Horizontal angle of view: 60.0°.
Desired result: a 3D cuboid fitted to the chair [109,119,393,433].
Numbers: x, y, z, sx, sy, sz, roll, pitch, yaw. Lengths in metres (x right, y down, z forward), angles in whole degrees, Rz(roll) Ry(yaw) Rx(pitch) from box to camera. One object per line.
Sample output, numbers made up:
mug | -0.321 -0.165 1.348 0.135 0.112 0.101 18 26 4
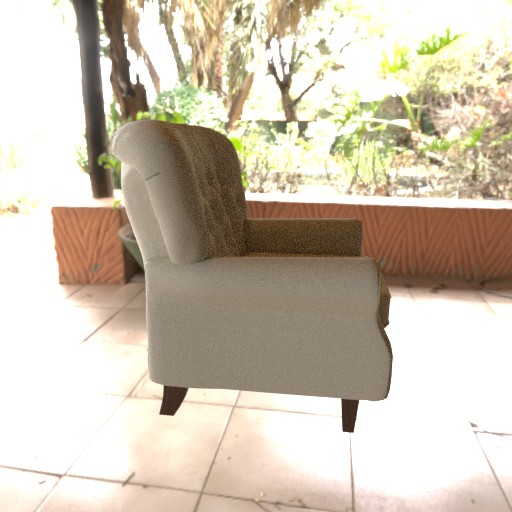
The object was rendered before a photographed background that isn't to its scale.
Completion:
chair | 0.000 0.000 1.990 1.132 1.169 1.035 2 15 8
